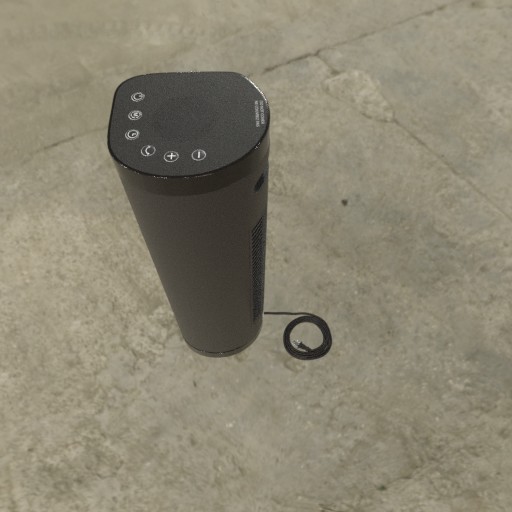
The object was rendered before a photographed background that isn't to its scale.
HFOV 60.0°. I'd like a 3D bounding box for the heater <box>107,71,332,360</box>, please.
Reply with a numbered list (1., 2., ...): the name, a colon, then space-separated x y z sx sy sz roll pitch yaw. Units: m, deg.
1. heater: 0.000 0.000 0.704 0.312 0.552 0.174 -2 59 -1
